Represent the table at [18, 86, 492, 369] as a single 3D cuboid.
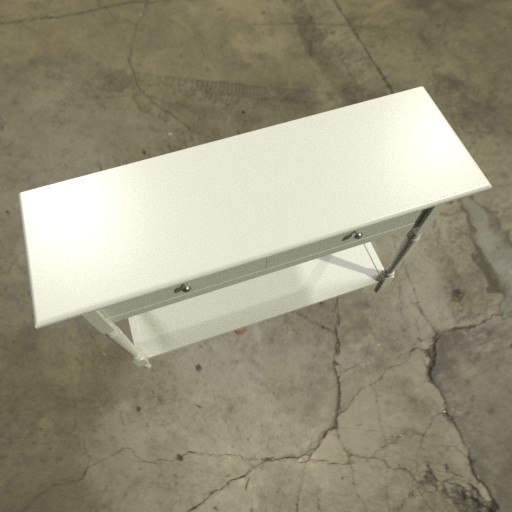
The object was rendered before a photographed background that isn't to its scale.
[{"bbox_3d":[0.000,0.000,1.531,1.197,0.808,0.384,-17,65,-8],"label":"table"}]
